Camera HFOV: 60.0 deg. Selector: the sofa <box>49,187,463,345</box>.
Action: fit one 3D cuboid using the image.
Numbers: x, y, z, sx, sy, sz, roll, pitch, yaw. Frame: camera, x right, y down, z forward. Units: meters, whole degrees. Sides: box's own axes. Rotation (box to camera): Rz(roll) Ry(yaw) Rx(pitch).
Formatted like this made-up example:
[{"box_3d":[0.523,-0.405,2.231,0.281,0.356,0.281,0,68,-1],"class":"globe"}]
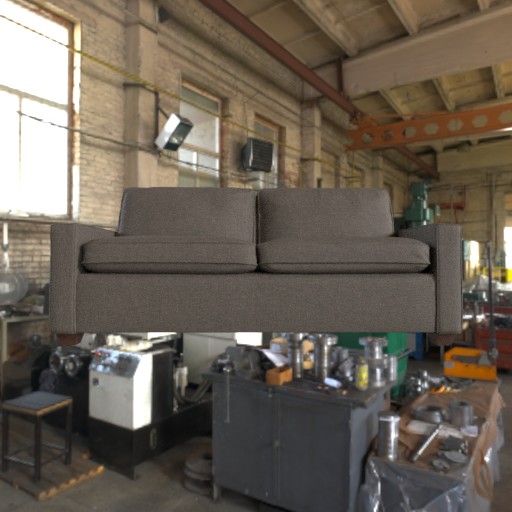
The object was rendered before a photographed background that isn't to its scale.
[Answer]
[{"box_3d":[0.000,0.000,2.627,2.080,0.919,0.940,0,-1,0],"class":"sofa"}]
